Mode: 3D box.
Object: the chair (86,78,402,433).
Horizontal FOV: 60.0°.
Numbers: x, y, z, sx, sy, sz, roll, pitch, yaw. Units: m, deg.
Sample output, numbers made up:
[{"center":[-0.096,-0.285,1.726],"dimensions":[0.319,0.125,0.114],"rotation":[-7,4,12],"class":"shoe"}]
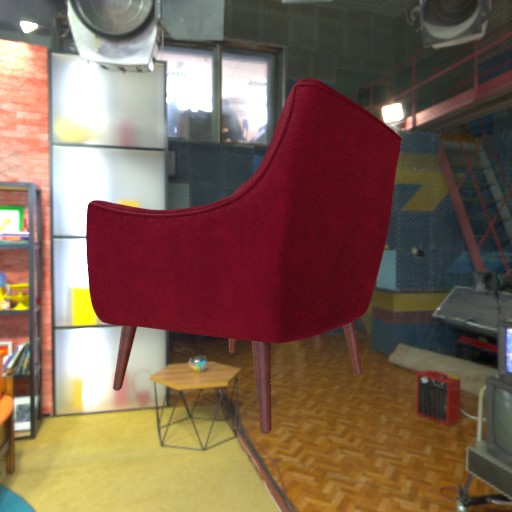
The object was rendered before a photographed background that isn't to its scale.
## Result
[{"center":[0.000,0.000,1.438],"dimensions":[0.787,0.838,0.762],"rotation":[1,1,35],"class":"chair"}]
